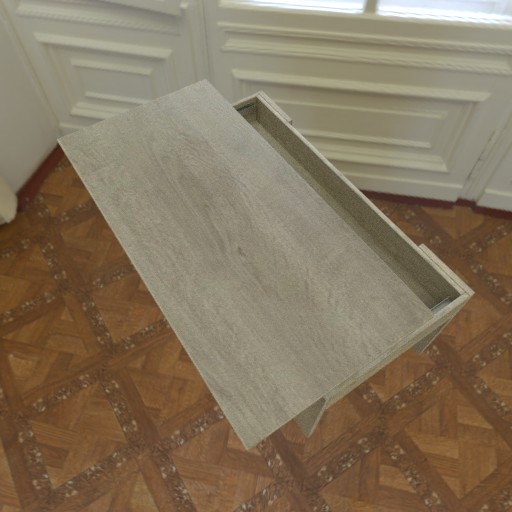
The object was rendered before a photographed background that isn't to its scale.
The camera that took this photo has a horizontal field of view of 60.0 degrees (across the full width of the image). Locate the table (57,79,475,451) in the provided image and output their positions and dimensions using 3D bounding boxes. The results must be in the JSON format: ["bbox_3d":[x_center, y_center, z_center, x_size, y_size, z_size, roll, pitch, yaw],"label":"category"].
[{"bbox_3d":[0.000,0.000,1.398,0.711,0.570,1.000,-29,62,-17],"label":"table"}]
